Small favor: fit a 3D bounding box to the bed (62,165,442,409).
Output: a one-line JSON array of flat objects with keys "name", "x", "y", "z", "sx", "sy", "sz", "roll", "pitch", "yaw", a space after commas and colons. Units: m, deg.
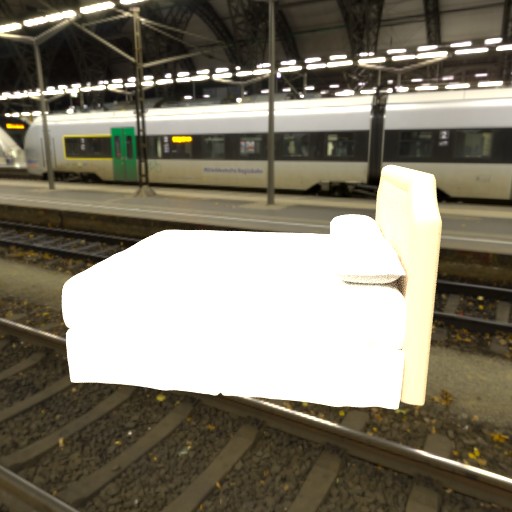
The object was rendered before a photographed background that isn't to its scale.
[{"name": "bed", "x": 0.000, "y": 0.000, "z": 3.887, "sx": 2.548, "sy": 1.524, "sz": 2.134, "roll": 2, "pitch": 14, "yaw": 9}]
